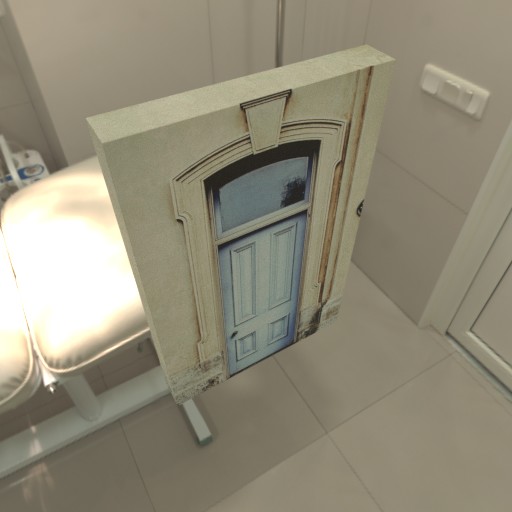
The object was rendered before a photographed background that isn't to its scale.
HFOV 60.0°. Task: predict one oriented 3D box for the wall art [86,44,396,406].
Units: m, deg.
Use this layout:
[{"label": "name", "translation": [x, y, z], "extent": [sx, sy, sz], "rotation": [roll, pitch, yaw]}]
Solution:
[{"label": "wall art", "translation": [0.000, 0.000, 0.480], "extent": [0.254, 0.381, 0.038], "rotation": [-23, 51, -21]}]
